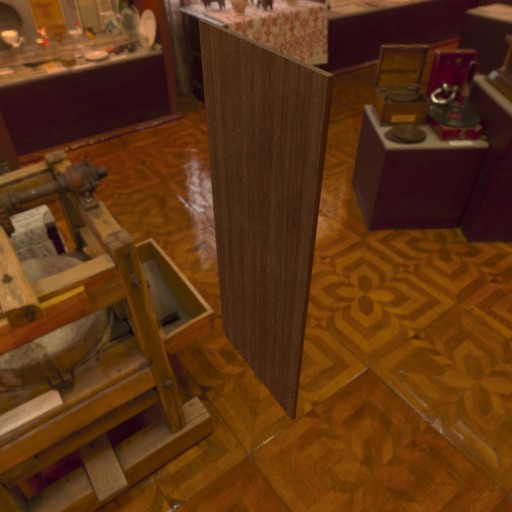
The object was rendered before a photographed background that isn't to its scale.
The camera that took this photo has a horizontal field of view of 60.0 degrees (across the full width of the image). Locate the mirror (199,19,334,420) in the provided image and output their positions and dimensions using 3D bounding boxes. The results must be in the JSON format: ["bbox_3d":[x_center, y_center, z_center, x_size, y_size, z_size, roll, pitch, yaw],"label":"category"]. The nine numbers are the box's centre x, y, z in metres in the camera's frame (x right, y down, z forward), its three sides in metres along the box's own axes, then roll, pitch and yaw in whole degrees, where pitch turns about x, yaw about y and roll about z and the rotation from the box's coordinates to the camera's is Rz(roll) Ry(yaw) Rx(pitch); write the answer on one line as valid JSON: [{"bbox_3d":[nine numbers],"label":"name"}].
[{"bbox_3d":[0.000,0.000,2.263,0.025,2.032,0.812,-24,46,-25],"label":"mirror"}]
